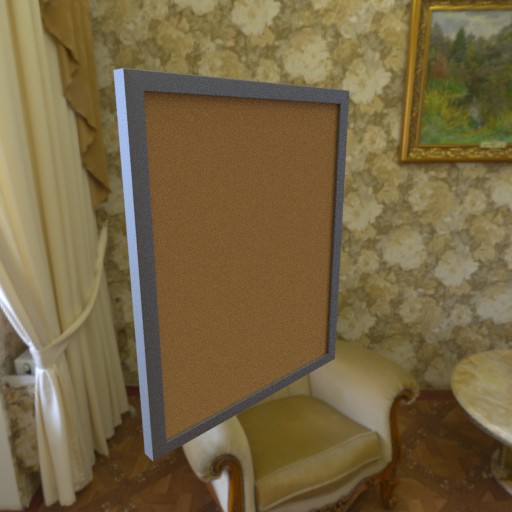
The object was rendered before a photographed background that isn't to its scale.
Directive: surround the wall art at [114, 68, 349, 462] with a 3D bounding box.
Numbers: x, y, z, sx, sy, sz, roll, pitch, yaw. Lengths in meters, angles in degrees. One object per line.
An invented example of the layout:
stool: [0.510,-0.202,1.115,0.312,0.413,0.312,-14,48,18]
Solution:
wall art: [0.000,0.000,0.761,0.458,0.558,0.029,-15,22,-42]
